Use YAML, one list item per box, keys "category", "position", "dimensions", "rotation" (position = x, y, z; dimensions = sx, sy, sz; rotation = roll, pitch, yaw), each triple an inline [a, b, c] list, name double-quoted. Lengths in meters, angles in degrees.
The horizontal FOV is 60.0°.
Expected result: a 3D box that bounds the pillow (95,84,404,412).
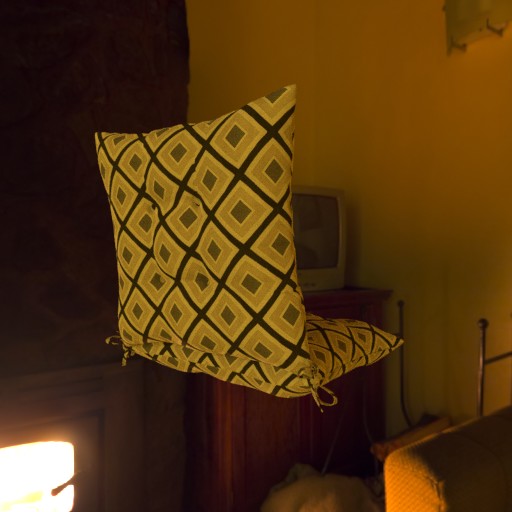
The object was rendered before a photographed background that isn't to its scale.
- category: "pillow"
  position: [0.000, 0.000, 1.018]
  dimensions: [0.541, 0.536, 0.585]
  rotation: [0, 1, 36]
